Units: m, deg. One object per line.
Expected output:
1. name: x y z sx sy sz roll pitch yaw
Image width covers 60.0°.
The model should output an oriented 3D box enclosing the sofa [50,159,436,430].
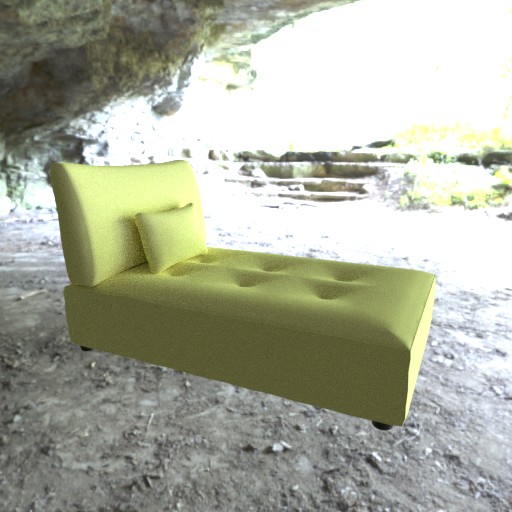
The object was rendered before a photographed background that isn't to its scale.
1. sofa: 0.000 0.000 1.968 1.450 0.820 0.930 7 15 25
